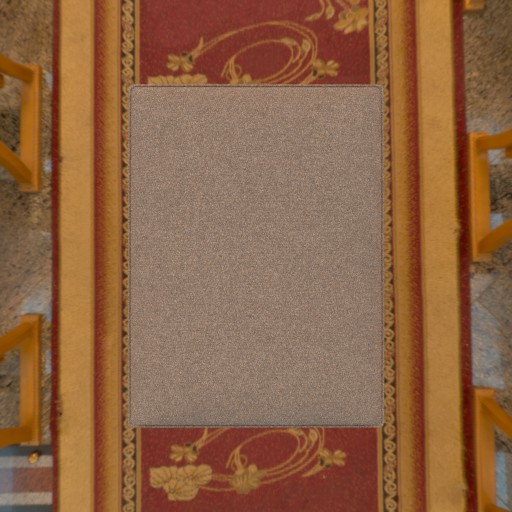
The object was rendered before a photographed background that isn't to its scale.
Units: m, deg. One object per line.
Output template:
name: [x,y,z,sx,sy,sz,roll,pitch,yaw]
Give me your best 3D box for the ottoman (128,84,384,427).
ottoman: [0.000,0.000,1.145,0.583,0.464,0.785,0,90,0]
